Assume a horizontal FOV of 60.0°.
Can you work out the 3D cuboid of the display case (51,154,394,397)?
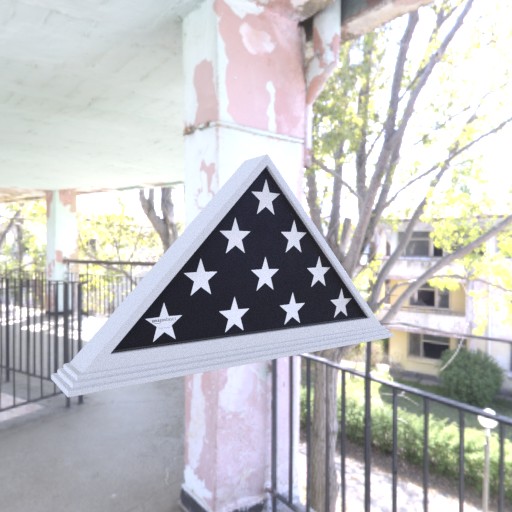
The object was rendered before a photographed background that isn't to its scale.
[{"bbox_3d":[0.000,0.000,0.768,0.640,0.340,0.095,-1,1,-36],"label":"display case"}]
